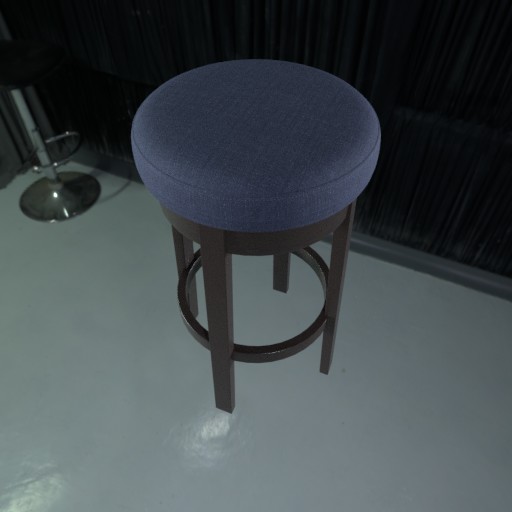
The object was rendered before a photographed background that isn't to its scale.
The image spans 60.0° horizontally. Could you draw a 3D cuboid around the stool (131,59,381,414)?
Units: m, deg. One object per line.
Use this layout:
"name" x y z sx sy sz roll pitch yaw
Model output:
"stool" 0.000 0.000 1.018 0.446 0.758 0.446 0 48 0
